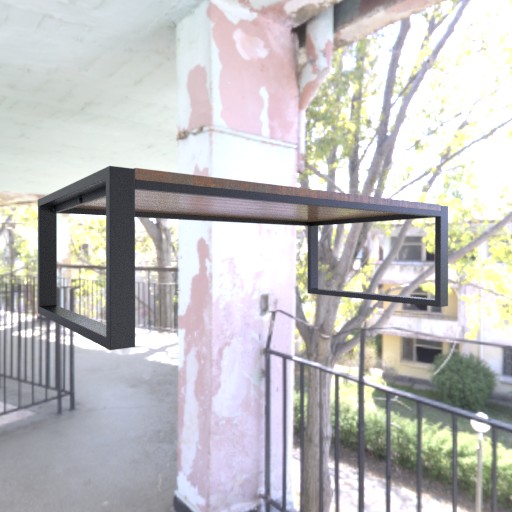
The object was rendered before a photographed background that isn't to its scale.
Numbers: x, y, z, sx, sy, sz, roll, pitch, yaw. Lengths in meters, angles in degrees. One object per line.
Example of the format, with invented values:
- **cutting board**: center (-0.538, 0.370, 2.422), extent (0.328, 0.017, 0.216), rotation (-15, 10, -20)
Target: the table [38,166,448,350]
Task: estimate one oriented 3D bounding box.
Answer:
- **table**: center (0.000, 0.000, 1.659), extent (1.350, 0.400, 0.750), rotation (0, 0, -37)
